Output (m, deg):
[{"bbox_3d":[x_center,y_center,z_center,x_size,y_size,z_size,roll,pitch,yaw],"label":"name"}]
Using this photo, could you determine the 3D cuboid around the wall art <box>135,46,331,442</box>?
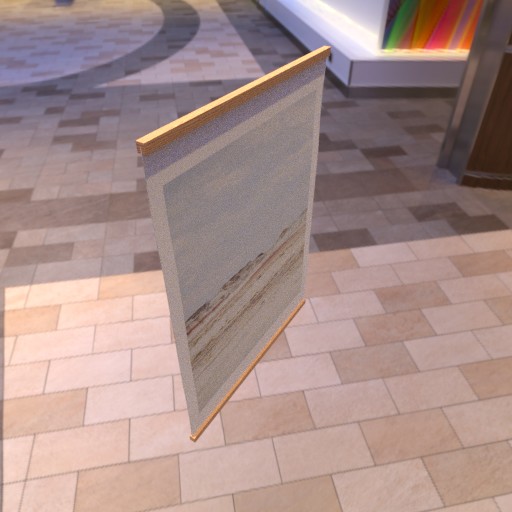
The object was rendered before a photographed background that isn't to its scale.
[{"bbox_3d":[0.000,0.000,1.328,0.020,1.016,0.739,22,44,25],"label":"wall art"}]
